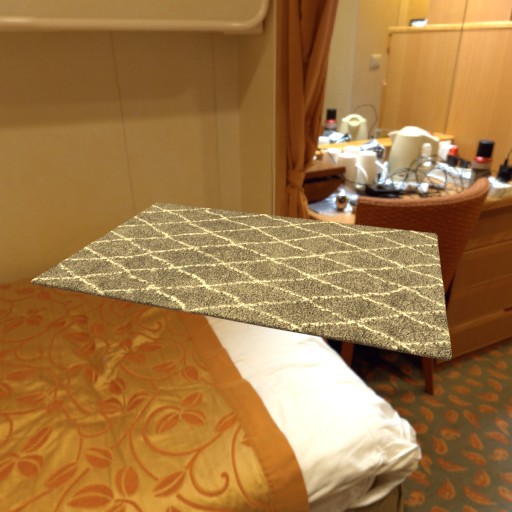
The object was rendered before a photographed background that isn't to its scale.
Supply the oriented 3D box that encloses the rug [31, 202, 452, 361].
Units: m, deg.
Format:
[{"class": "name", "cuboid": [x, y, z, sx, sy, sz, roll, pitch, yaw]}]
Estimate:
[{"class": "rug", "cuboid": [0.000, 0.000, 3.475, 2.743, 0.030, 1.778, 8, 27, 16]}]
